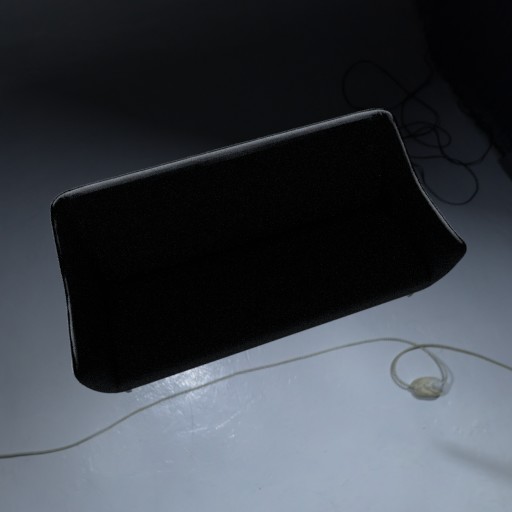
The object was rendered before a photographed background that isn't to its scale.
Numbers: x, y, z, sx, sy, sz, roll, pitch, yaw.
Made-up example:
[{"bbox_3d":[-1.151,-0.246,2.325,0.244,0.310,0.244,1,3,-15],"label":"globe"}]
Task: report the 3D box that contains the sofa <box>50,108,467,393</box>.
[{"bbox_3d":[0.000,0.000,2.371,1.928,0.829,0.867,-17,64,-9],"label":"sofa"}]
